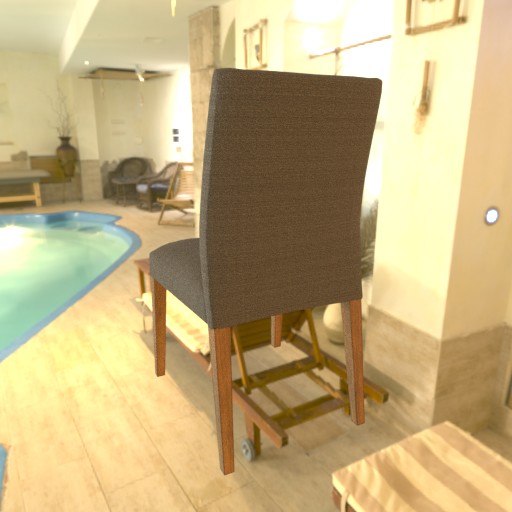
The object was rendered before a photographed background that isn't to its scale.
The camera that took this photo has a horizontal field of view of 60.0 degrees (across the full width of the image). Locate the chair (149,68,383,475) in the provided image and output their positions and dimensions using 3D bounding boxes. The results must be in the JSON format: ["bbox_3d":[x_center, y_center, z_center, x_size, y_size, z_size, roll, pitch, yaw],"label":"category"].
[{"bbox_3d":[0.000,0.000,1.289,0.496,0.940,0.585,-8,18,-26],"label":"chair"}]
